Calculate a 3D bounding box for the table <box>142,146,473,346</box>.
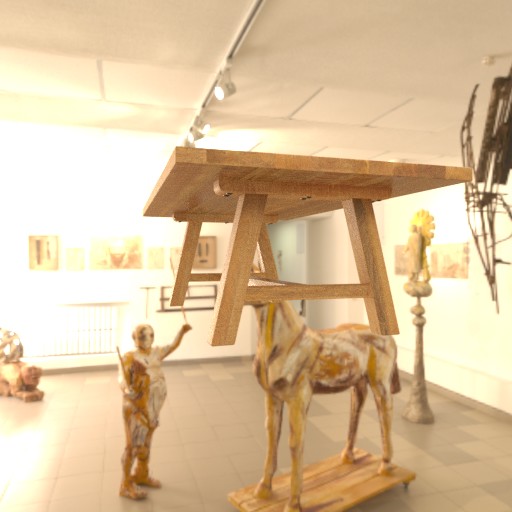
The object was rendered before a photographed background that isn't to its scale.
[{"bbox_3d":[0.000,0.000,1.660,0.760,0.455,1.320,0,0,-17],"label":"table"}]
